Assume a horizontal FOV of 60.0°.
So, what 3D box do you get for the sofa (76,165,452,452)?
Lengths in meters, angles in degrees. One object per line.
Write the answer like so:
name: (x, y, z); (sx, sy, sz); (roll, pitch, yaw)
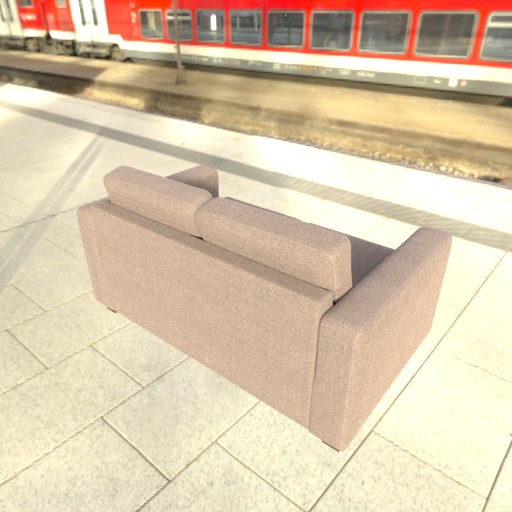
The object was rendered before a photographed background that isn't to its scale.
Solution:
sofa: (0.000, 0.000, 2.088); (1.520, 0.800, 0.900); (22, 36, 33)
